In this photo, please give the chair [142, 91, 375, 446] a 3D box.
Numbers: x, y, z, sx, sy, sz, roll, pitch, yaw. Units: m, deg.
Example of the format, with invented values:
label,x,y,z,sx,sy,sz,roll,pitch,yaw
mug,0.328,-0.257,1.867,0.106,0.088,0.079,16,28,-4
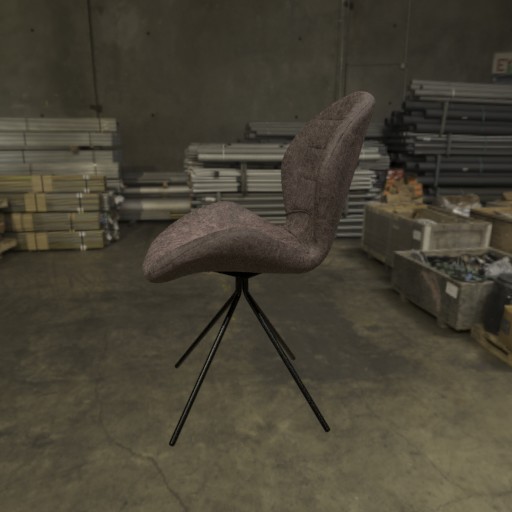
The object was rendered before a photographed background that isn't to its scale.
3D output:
label,x,y,z,sx,sy,sz,roll,pitch,yaw
chair,0.000,0.000,1.326,0.640,0.934,0.527,-2,14,-8
